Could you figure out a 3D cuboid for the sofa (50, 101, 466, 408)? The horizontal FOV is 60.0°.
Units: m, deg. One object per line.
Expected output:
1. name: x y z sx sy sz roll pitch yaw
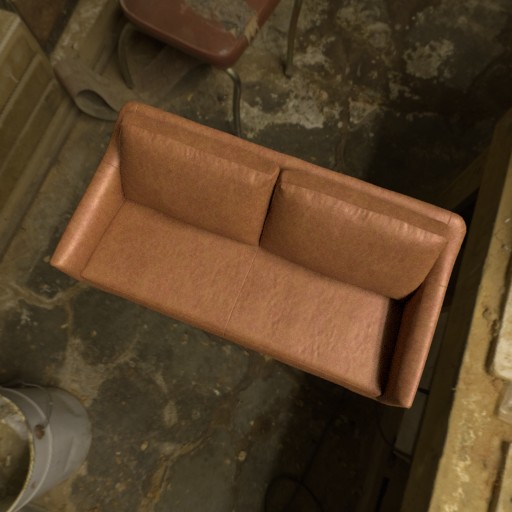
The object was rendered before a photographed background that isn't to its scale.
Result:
1. sofa: 0.000 0.000 2.523 2.036 0.945 0.981 21 75 6
